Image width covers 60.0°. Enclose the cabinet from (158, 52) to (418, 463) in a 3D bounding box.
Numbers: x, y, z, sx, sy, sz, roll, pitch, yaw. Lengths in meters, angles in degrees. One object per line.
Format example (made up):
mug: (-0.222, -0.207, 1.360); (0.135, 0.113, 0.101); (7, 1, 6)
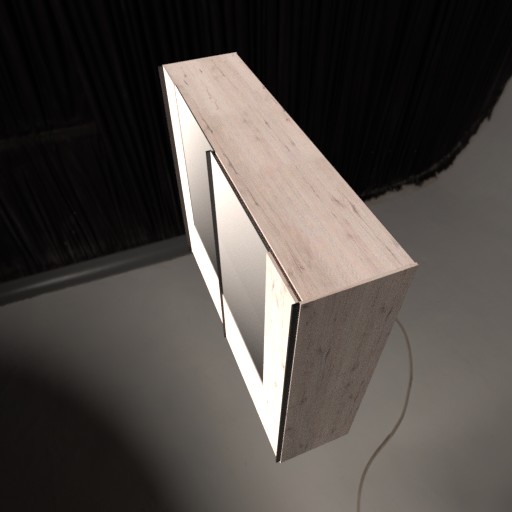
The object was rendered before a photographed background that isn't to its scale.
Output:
cabinet: (0.000, 0.000, 3.614); (0.660, 2.180, 2.500); (-17, 50, -15)
